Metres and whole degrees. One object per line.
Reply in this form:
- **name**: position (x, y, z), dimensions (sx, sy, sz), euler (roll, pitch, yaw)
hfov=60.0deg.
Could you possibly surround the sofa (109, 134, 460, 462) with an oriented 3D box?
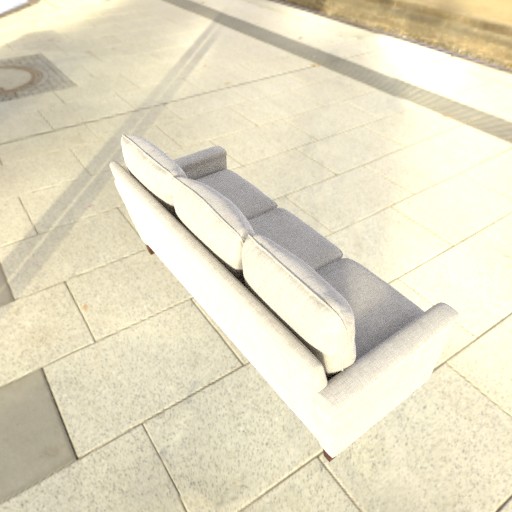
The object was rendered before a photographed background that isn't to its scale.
- **sofa**: position (0.000, 0.000, 2.408), dimensions (0.828, 0.959, 1.925), euler (-26, 48, -27)
